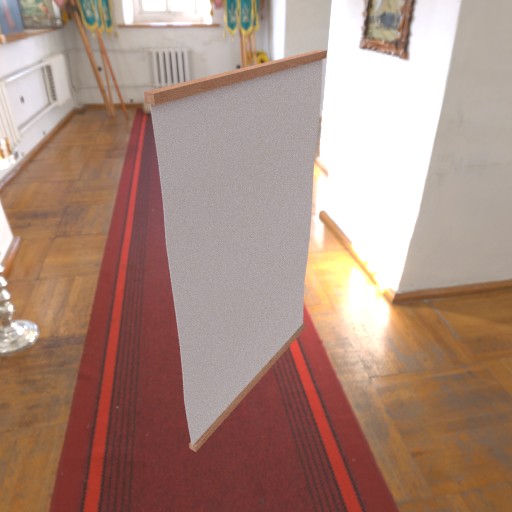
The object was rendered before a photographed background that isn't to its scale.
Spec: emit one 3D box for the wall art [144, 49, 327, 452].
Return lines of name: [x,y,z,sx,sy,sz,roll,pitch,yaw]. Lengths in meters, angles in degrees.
wall art: [0.000,0.000,0.639,0.012,0.508,0.332,20,37,29]
